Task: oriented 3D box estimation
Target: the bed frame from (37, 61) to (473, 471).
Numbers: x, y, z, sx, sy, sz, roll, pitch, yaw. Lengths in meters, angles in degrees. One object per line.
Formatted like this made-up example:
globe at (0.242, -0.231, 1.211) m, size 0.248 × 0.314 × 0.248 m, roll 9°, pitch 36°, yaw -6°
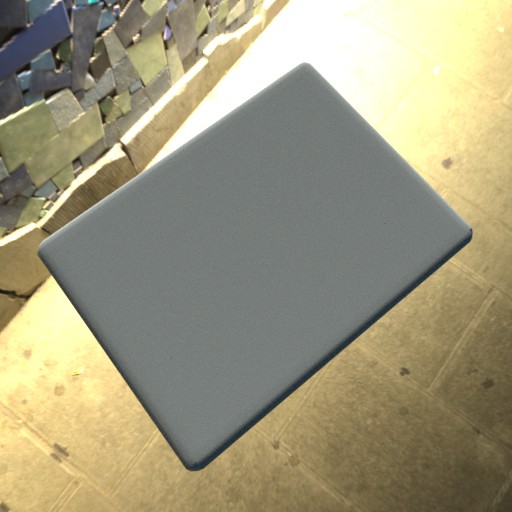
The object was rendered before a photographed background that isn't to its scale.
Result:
bed frame at (0.000, 0.000, 2.817) m, size 2.037 × 0.677 × 1.528 m, roll -38°, pitch 78°, yaw -10°
